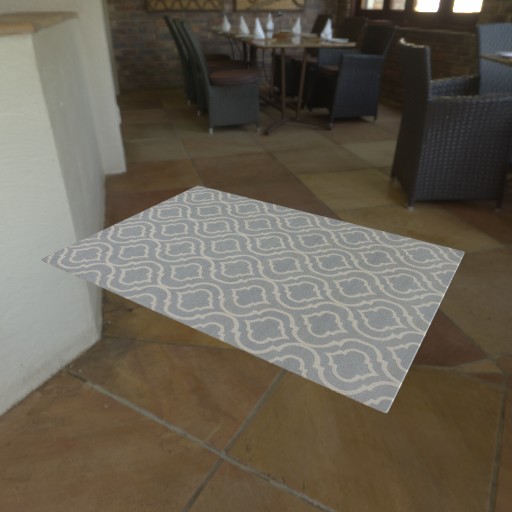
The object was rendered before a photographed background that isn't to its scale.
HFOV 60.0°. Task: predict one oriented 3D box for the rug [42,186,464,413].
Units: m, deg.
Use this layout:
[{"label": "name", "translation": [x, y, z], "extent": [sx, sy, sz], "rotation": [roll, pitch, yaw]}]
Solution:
[{"label": "rug", "translation": [0.000, 0.000, 2.649], "extent": [2.080, 0.010, 1.451], "rotation": [18, 34, 28]}]
